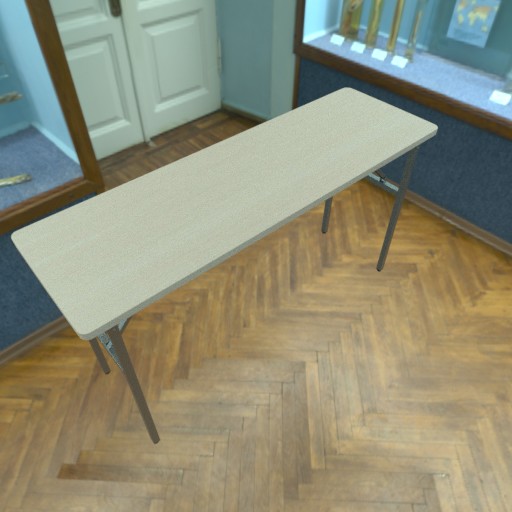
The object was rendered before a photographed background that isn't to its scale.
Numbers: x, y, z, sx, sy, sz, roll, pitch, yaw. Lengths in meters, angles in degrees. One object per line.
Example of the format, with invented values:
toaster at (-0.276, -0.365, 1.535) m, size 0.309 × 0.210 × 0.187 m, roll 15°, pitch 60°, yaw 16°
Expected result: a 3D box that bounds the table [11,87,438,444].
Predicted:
table at (0.000, 0.000, 1.673) m, size 1.397 × 0.750 × 0.446 m, roll -32°, pitch 53°, yaw -28°
